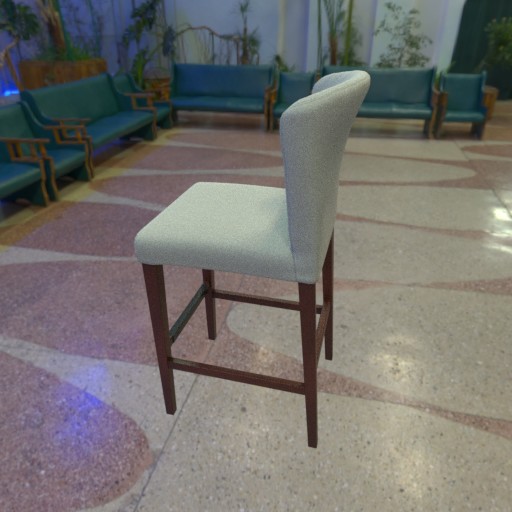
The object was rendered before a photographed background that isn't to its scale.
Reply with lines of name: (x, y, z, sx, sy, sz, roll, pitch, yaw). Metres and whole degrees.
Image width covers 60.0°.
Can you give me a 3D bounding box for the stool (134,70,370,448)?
stool: (0.000, 0.000, 1.375, 0.568, 1.069, 0.479, 7, 30, 13)
